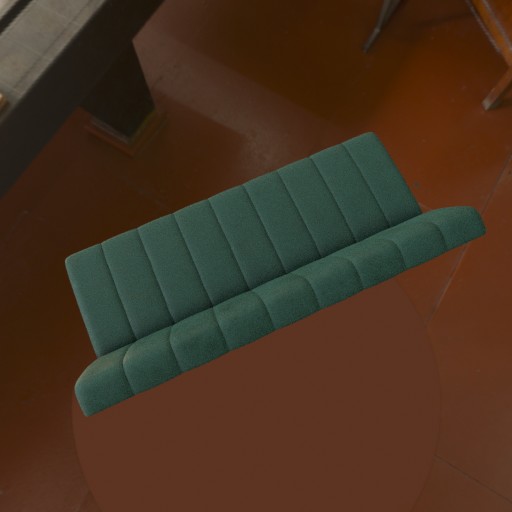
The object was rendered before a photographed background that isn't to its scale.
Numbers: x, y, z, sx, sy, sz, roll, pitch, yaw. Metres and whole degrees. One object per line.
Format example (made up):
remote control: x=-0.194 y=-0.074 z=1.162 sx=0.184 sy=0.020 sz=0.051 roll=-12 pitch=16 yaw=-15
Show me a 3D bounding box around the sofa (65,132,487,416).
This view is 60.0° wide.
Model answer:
sofa: x=0.000 y=0.000 z=2.242 sx=1.810 sy=0.820 sz=0.830 roll=-24 pitch=75 yaw=-7
